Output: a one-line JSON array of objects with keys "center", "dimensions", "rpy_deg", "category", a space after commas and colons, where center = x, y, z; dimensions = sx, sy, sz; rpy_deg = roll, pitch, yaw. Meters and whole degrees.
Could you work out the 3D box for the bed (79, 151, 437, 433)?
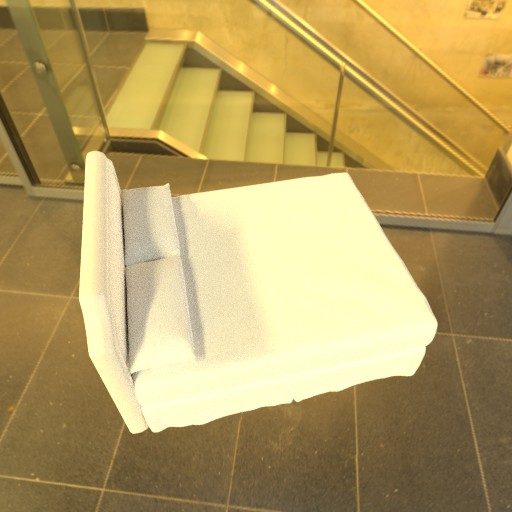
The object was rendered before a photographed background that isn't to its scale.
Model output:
[{"center": [0.000, 0.000, 3.899], "dimensions": [2.548, 1.524, 2.134], "rpy_deg": [-10, 48, -9], "category": "bed"}]
